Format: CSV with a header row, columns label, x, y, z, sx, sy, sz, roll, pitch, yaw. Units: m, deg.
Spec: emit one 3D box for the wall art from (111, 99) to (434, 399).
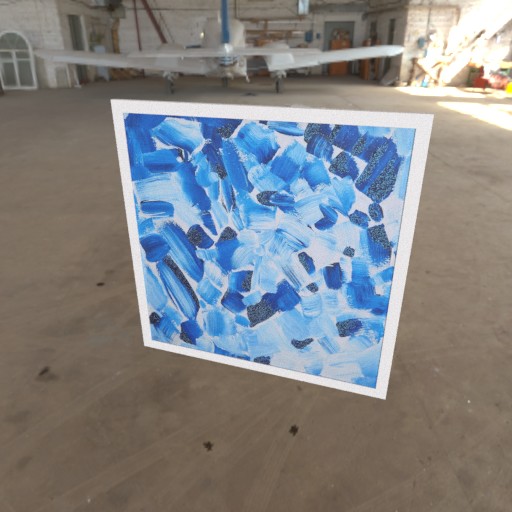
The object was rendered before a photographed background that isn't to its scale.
label,x,y,z,sx,sy,sz,roll,pitch,yaw
wall art,0.000,0.000,1.020,0.660,0.660,0.015,8,27,16
